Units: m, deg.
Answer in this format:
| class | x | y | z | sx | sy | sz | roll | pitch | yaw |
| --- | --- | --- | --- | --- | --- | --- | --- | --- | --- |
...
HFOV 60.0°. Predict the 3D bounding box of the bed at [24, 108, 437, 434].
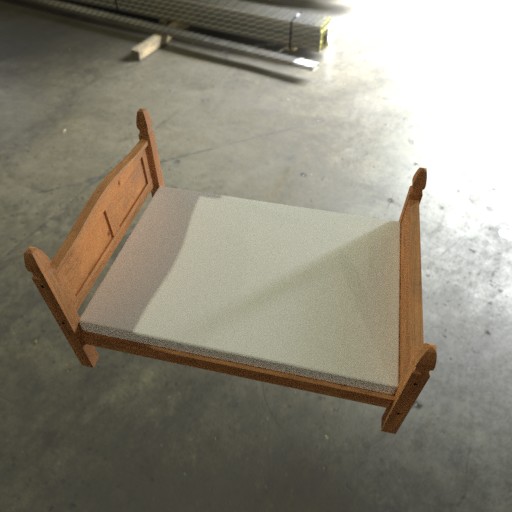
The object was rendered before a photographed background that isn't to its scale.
| class | x | y | z | sx | sy | sz | roll | pitch | yaw |
| --- | --- | --- | --- | --- | --- | --- | --- | --- | --- |
| bed | 0.000 | 0.000 | 2.914 | 2.069 | 1.100 | 1.490 | 10 | 48 | 9 |
